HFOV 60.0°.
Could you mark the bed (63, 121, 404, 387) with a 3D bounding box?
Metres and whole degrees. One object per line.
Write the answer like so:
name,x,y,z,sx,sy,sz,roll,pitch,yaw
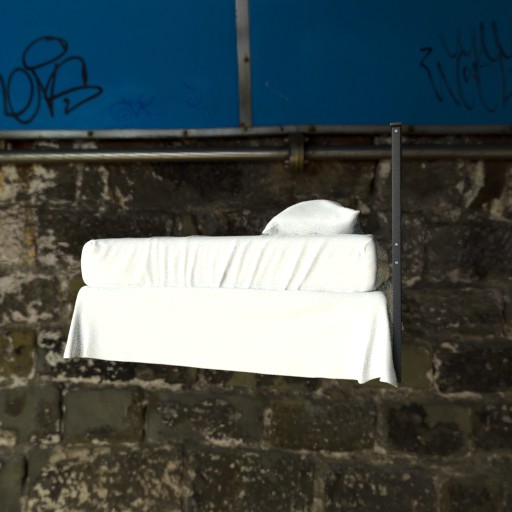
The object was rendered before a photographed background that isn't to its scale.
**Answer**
bed,0.000,0.000,3.233,2.050,1.270,1.870,0,-1,18
